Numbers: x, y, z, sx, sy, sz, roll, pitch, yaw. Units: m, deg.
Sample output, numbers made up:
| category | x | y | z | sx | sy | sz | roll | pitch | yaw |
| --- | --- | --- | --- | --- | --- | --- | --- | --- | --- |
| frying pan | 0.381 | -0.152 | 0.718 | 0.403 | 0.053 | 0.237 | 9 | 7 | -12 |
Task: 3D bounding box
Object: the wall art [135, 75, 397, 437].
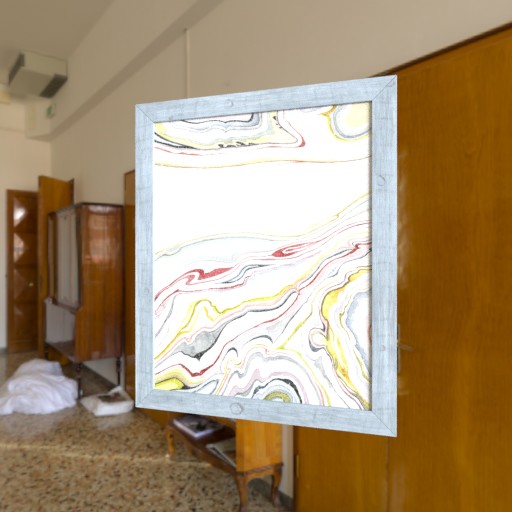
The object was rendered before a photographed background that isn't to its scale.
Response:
| category | x | y | z | sx | sy | sz | roll | pitch | yaw |
| --- | --- | --- | --- | --- | --- | --- | --- | --- | --- |
| wall art | 0.000 | 0.000 | 0.793 | 0.479 | 0.582 | 0.022 | 0 | 0 | 17 |
